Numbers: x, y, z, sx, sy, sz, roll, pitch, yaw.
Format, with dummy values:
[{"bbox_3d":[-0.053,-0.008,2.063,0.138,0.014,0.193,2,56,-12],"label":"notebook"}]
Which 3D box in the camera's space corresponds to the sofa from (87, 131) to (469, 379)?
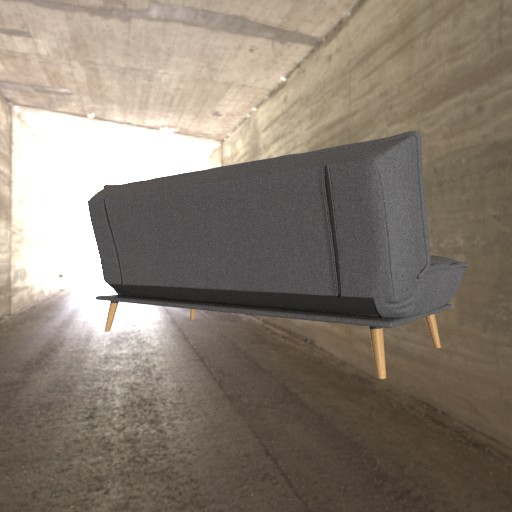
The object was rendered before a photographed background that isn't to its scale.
[{"bbox_3d":[0.000,0.000,2.397,1.940,0.890,0.950,0,-1,38],"label":"sofa"}]
